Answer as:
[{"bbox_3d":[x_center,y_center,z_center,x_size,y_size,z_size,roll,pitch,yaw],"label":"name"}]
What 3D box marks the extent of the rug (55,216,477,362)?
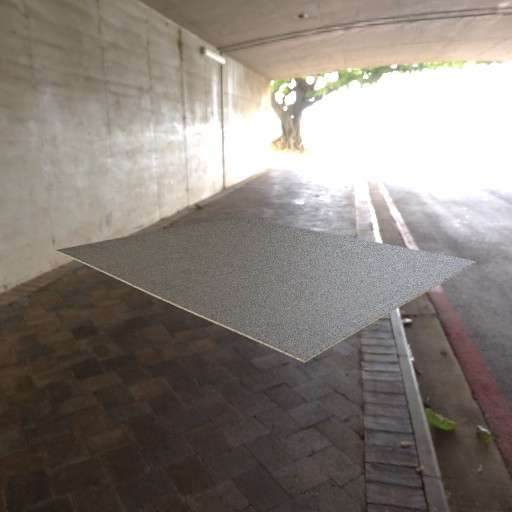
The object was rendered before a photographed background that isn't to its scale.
[{"bbox_3d":[0.000,0.000,4.080,3.061,0.014,2.447,15,22,42],"label":"rug"}]
